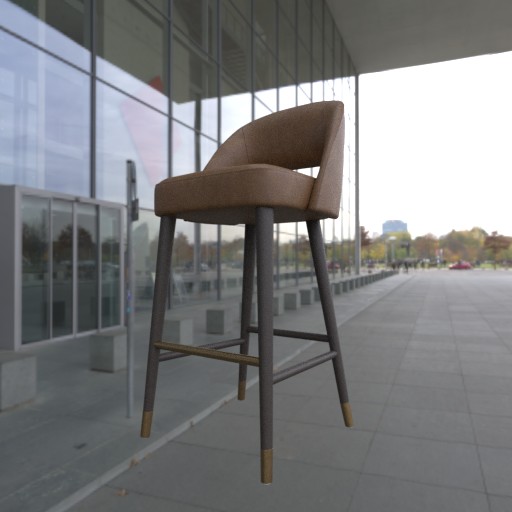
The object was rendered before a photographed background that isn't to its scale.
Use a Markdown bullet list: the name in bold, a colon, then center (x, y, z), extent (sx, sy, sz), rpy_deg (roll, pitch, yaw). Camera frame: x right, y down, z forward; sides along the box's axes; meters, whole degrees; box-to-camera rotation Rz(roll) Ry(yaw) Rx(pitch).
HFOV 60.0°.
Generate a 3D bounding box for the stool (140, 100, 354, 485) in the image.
- **stool**: center (0.000, 0.000, 1.332), extent (0.494, 1.037, 0.509), rpy_deg (0, -1, 37)
